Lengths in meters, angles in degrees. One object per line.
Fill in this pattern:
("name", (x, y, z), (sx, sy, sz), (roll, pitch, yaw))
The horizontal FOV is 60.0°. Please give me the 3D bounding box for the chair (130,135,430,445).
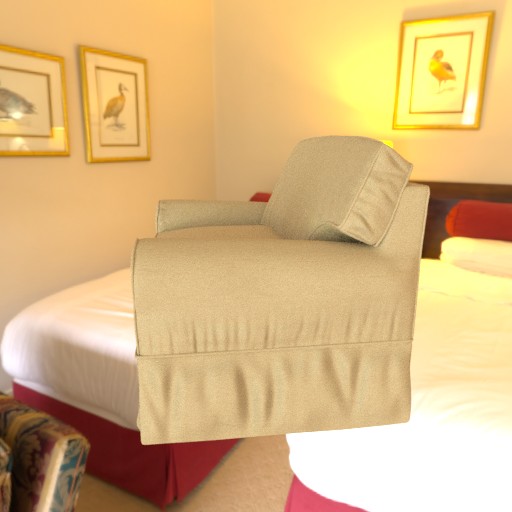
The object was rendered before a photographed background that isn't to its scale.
("chair", (0.000, 0.000, 1.782), (0.903, 0.937, 1.096), (-2, 15, -8))
